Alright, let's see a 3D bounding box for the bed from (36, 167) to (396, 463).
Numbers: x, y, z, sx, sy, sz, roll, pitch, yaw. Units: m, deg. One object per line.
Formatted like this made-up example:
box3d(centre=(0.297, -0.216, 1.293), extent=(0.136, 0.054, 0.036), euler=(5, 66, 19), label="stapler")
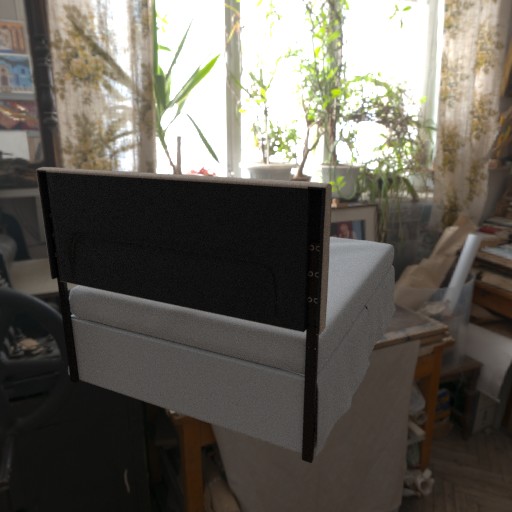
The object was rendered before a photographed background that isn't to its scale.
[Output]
box3d(centre=(0.000, 0.000, 2.999), extent=(1.643, 1.270, 1.978), euler=(8, 18, 25), label="bed")
